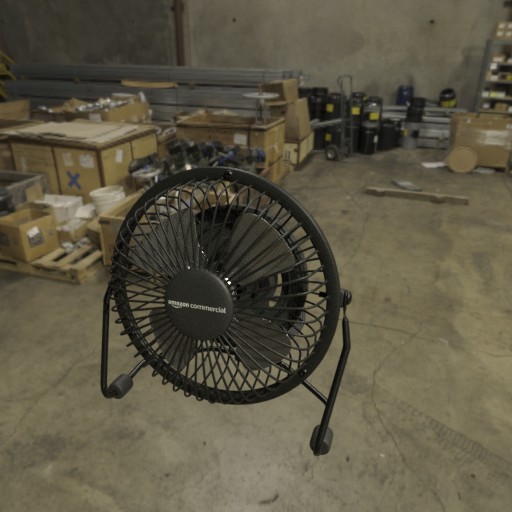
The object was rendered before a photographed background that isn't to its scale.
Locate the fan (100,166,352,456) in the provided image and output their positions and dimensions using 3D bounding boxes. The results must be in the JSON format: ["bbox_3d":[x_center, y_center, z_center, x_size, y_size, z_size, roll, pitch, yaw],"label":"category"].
[{"bbox_3d":[0.000,0.000,0.310,0.153,0.152,0.202,8,27,17],"label":"fan"}]
